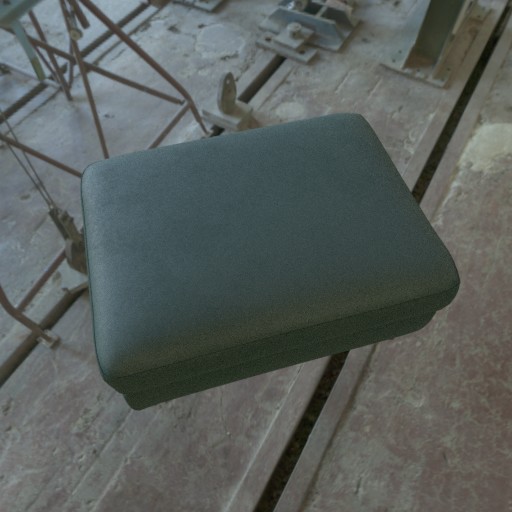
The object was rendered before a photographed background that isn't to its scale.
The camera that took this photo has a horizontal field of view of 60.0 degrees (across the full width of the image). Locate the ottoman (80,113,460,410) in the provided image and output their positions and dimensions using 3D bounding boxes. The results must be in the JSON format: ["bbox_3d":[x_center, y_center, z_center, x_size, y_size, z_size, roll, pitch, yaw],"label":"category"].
[{"bbox_3d":[0.000,0.000,1.185,0.811,0.449,0.608,-13,59,-8],"label":"ottoman"}]
